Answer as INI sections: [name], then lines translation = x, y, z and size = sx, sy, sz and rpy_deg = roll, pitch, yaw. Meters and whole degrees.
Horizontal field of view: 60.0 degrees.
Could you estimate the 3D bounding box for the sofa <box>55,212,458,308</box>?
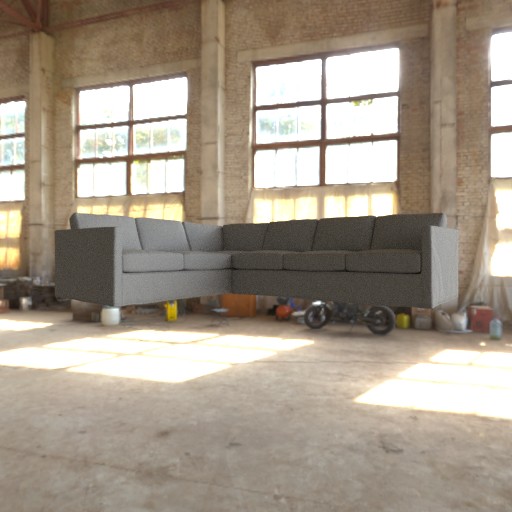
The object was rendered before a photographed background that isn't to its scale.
[sofa]
translation = 0.000, 0.000, 4.355
size = 3.182, 0.871, 2.432
rpy_deg = 0, 0, 38
